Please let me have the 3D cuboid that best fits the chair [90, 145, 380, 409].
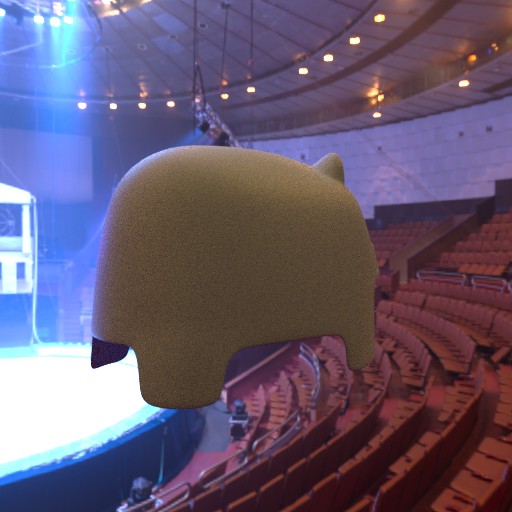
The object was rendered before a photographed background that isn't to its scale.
[{"bbox_3d":[0.000,0.000,0.877,0.619,0.423,0.364,1,-1,-37],"label":"chair"}]
